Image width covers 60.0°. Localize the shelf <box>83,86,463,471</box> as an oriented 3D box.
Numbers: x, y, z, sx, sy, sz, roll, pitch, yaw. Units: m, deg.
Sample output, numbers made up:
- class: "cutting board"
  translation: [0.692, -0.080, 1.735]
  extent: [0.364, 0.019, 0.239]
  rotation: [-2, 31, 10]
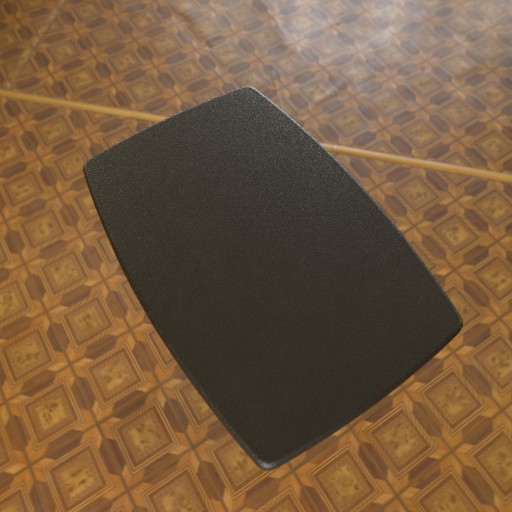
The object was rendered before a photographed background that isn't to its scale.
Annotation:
- class: "shelf"
  translation: [0.000, 0.000, 0.520]
  extent: [0.280, 0.100, 0.410]
  rotation: [-30, 67, -14]
